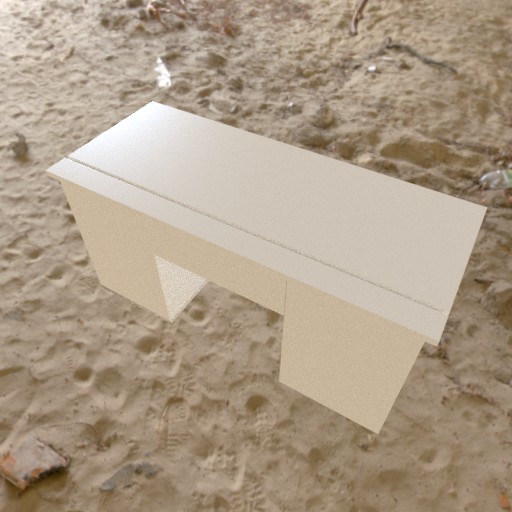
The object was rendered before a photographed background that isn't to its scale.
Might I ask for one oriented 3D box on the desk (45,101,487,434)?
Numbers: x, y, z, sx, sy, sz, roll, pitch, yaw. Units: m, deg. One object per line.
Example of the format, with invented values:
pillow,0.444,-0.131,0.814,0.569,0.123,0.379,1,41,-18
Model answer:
desk,0.000,0.000,1.983,1.580,0.760,0.670,23,51,21
